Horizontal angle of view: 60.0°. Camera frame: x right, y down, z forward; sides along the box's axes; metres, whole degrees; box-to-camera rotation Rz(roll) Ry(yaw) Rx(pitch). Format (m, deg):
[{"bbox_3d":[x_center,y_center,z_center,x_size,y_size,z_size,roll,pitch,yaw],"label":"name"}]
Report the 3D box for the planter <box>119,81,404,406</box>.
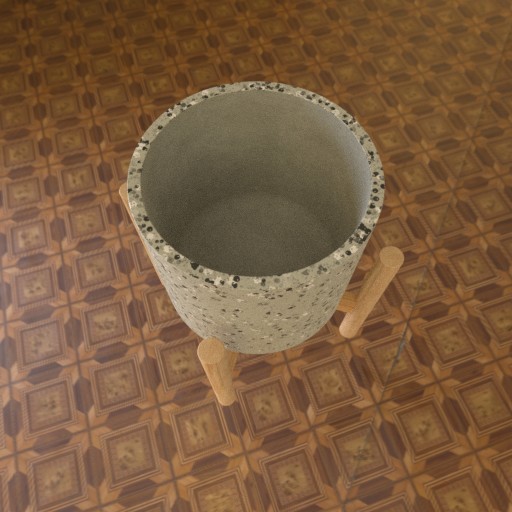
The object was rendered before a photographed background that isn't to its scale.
[{"bbox_3d":[0.000,0.000,0.527,0.284,0.320,0.284,36,68,17],"label":"planter"}]
